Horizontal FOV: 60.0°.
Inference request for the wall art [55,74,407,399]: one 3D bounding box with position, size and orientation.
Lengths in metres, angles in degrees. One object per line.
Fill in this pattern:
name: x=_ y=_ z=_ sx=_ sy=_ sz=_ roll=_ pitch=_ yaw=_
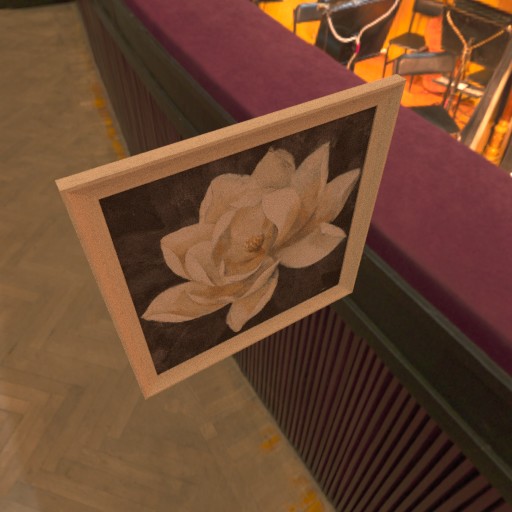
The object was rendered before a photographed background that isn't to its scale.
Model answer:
wall art: x=0.000 y=0.000 z=1.521 sx=1.016 sy=1.016 sz=0.045 roll=-24 pitch=51 yaw=-21
